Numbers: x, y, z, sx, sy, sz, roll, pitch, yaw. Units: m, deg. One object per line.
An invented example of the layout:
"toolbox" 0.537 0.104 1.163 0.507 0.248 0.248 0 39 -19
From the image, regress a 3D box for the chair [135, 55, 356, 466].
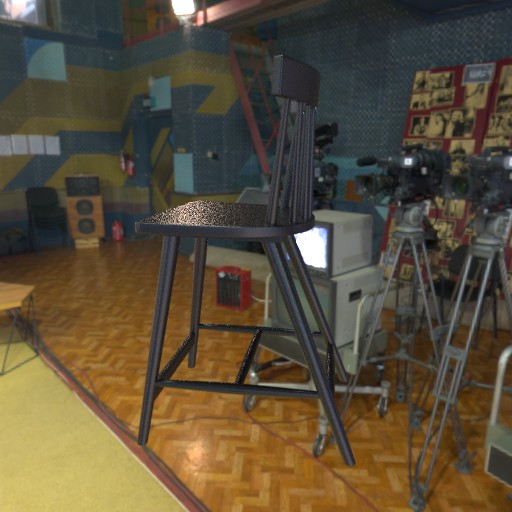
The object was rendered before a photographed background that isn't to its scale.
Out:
"chair" 0.000 0.000 1.243 0.572 0.952 0.483 2 13 9
